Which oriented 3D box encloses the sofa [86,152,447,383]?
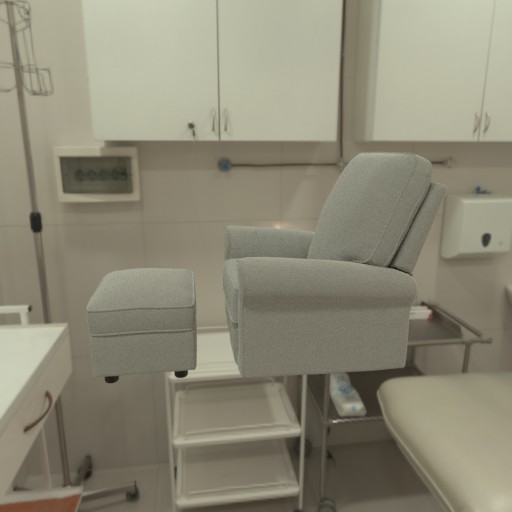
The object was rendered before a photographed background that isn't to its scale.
[{"bbox_3d":[0.000,0.000,2.099,1.478,0.959,0.880,-2,14,-8],"label":"sofa"}]
